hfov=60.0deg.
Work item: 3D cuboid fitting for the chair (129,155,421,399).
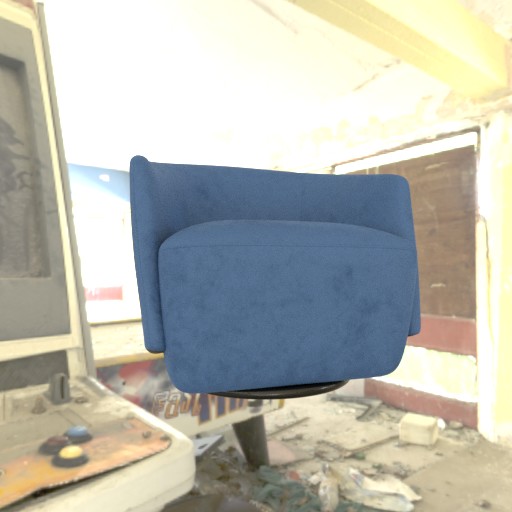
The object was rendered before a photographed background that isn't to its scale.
[{"bbox_3d":[0.000,0.000,1.371,0.773,0.698,0.767,0,-1,-18],"label":"chair"}]
